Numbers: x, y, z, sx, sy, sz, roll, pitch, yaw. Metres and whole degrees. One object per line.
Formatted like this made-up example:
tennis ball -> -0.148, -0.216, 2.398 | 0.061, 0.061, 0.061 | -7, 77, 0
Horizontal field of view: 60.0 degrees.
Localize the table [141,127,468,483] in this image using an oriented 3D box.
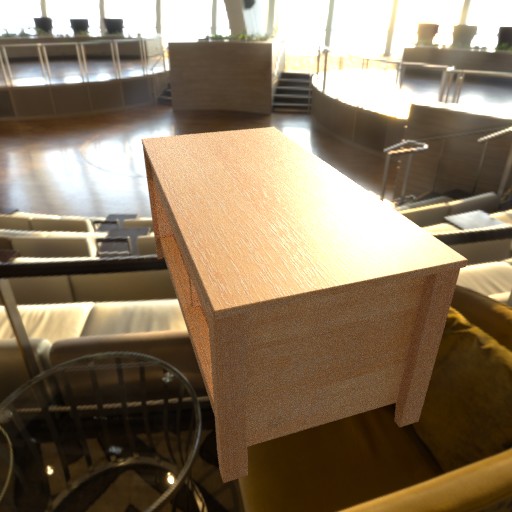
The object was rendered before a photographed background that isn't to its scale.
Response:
table -> 0.000, 0.000, 1.282 | 0.483, 0.457, 1.016 | -10, 32, -16
